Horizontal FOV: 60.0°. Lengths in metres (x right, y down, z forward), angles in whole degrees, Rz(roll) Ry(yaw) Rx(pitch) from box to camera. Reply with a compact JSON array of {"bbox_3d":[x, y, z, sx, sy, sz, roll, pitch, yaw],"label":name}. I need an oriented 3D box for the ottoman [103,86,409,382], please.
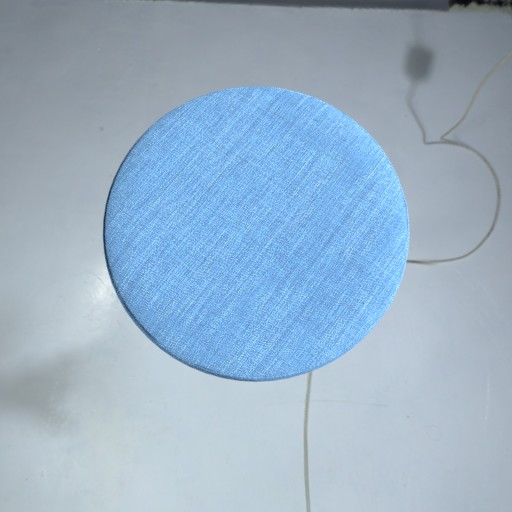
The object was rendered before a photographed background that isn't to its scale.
[{"bbox_3d":[0.000,0.000,0.744,0.398,0.406,0.398,0,76,0],"label":"ottoman"}]
